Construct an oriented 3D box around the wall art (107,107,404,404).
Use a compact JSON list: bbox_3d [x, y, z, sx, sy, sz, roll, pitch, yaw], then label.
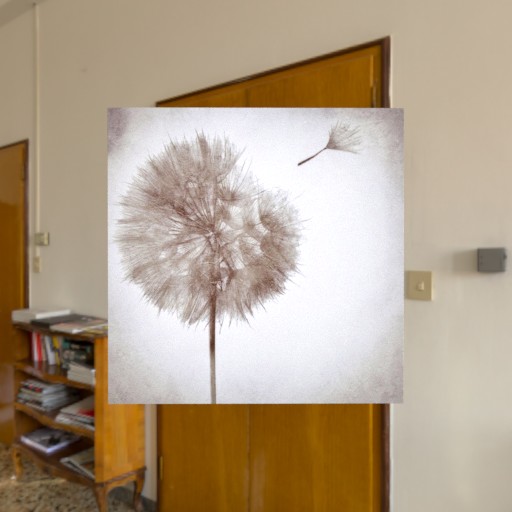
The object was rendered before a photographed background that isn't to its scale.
[{"bbox_3d":[0.000,0.000,1.154,0.762,0.762,0.027,0,0,0],"label":"wall art"}]
